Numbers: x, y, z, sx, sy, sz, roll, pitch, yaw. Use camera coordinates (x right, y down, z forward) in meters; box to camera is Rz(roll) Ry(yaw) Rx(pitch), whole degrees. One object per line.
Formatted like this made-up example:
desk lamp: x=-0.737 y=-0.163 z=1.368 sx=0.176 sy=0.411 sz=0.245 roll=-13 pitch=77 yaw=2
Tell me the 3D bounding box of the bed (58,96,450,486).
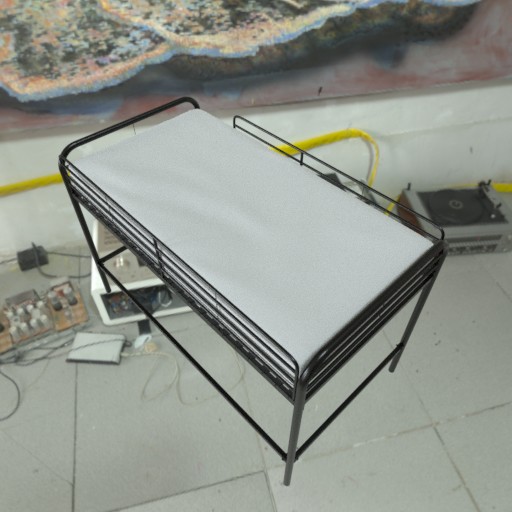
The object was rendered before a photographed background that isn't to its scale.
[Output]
bed: x=0.000 y=0.000 z=2.852 sx=1.393 sy=1.289 sz=1.968 roll=-35 pitch=55 yaw=-28
